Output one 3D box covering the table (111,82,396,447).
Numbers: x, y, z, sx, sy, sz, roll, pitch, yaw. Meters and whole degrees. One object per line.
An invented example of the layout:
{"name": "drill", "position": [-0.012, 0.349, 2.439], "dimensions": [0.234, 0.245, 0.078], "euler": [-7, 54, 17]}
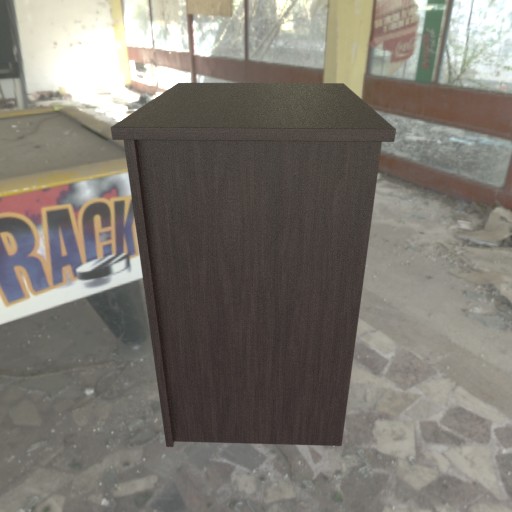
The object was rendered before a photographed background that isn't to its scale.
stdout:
{"name": "table", "position": [0.000, 0.000, 0.943], "dimensions": [0.381, 0.635, 0.480], "euler": [1, 28, 2]}
